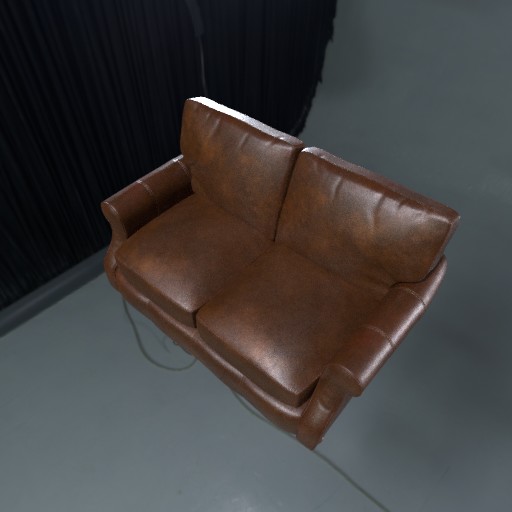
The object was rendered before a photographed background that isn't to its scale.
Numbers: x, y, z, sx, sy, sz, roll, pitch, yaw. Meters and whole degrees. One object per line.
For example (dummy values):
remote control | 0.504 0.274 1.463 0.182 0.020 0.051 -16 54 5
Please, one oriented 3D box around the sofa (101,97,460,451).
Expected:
sofa | 0.000 0.000 2.221 1.616 0.976 0.990 32 54 27
